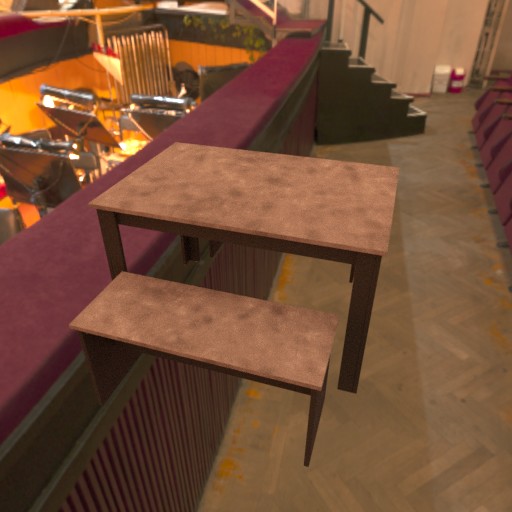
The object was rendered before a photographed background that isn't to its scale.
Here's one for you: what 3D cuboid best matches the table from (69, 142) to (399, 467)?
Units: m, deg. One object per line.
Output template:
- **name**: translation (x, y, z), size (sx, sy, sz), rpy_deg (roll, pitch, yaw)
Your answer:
- **table**: translation (0.000, 0.000, 2.007), size (1.100, 0.700, 1.443), rpy_deg (10, 34, 15)
